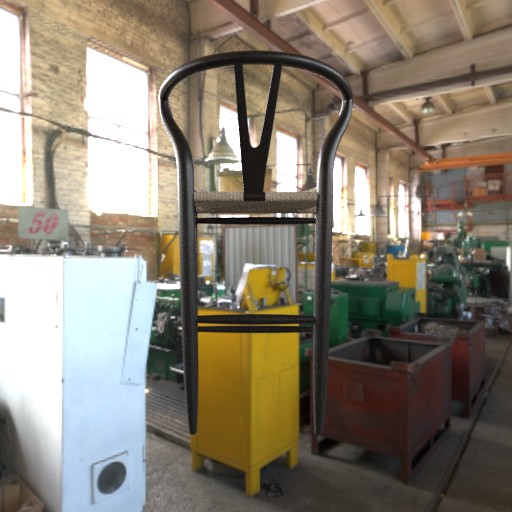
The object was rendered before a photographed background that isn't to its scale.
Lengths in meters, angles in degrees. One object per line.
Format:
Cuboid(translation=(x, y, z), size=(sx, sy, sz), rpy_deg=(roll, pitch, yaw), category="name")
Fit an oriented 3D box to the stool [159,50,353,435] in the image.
Cuboid(translation=(0.000, 0.000, 1.322), size=(0.569, 0.970, 0.579), rpy_deg=(0, 1, 0), category="stool")
